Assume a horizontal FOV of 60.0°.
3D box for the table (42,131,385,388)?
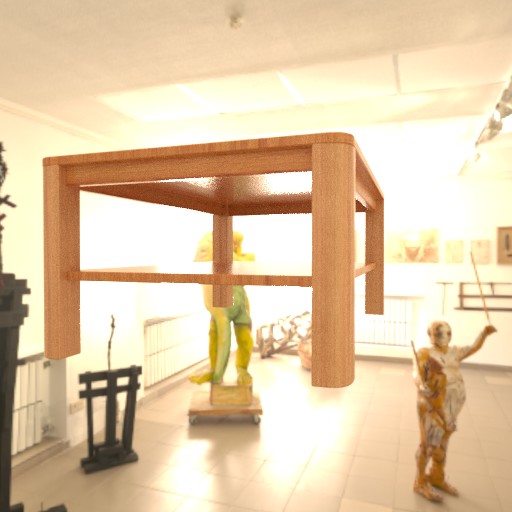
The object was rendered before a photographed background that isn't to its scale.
[{"bbox_3d":[0.000,0.000,1.341,0.696,0.445,0.997,0,1,19],"label":"table"}]
